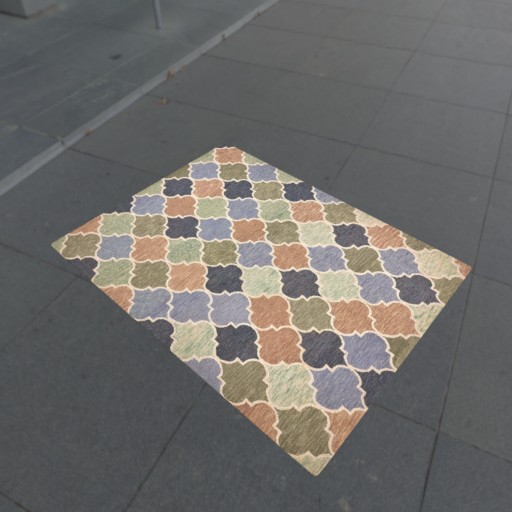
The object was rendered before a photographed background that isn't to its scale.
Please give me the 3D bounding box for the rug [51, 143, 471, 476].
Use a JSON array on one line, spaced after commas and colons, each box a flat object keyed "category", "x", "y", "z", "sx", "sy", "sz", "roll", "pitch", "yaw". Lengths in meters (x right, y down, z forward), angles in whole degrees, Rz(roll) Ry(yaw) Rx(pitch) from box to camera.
[{"category": "rug", "x": 0.000, "y": 0.000, "z": 4.211, "sx": 3.200, "sy": 0.013, "sz": 2.439, "roll": 33, "pitch": 54, "yaw": 27}]
